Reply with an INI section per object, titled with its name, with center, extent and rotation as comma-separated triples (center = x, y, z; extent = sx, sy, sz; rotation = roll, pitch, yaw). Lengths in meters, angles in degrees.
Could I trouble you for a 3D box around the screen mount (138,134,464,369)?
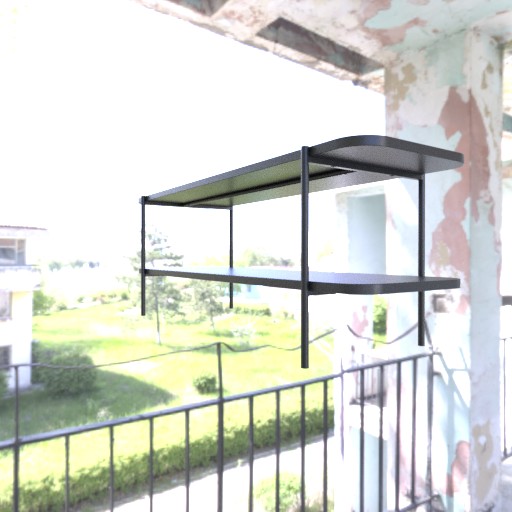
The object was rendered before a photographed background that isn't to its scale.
[screen mount]
center = 0.000, 0.000, 1.378
extent = 0.400, 0.447, 1.200
rotation = 0, 0, -34
